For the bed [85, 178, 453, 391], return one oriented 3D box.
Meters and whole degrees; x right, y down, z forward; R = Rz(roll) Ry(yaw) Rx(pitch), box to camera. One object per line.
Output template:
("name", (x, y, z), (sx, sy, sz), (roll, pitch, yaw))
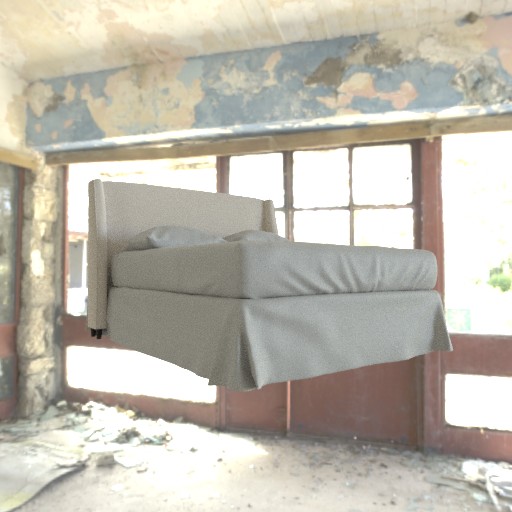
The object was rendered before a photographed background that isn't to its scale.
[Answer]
("bed", (0.000, 0.000, 3.380), (1.925, 1.332, 2.276), (1, -2, -36))
